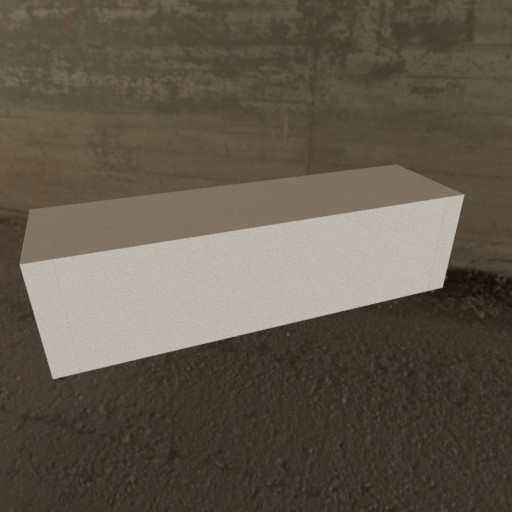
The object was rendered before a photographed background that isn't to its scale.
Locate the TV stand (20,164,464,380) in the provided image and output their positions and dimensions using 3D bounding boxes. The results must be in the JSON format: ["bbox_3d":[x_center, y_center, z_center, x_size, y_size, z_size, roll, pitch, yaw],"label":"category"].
[{"bbox_3d":[0.000,0.000,1.686,1.500,0.440,0.410,-10,30,-18],"label":"TV stand"}]
